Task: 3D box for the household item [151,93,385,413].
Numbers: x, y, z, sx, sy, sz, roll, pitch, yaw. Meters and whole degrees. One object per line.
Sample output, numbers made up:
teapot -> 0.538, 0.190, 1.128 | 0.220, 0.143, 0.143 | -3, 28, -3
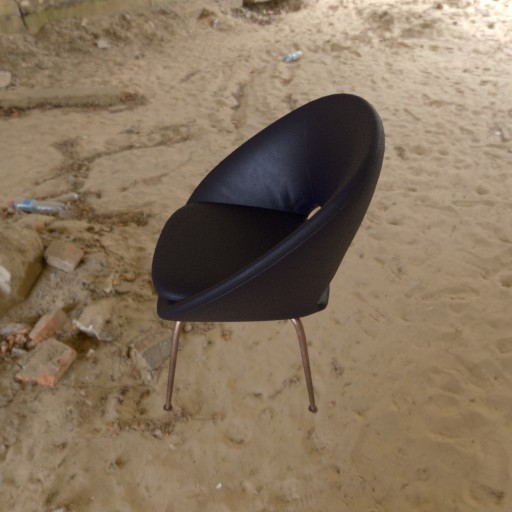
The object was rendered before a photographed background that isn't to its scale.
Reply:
household item -> 0.000, 0.000, 1.268 | 0.573, 0.852, 0.623 | 0, 40, 0
